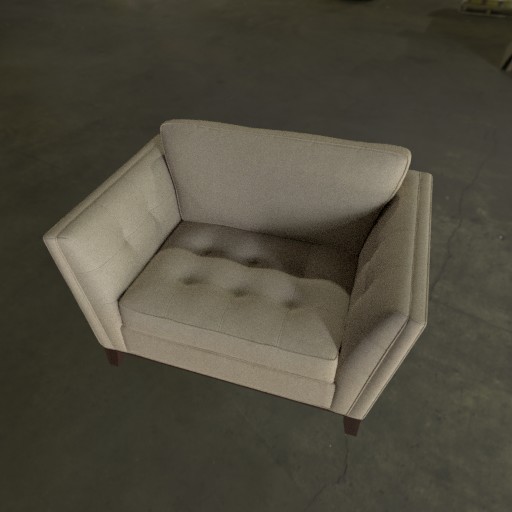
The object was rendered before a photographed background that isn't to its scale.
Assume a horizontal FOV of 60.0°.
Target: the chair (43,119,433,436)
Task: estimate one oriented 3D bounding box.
[{"bbox_3d":[0.000,0.000,2.040,1.397,0.940,0.965,12,42,14],"label":"chair"}]
